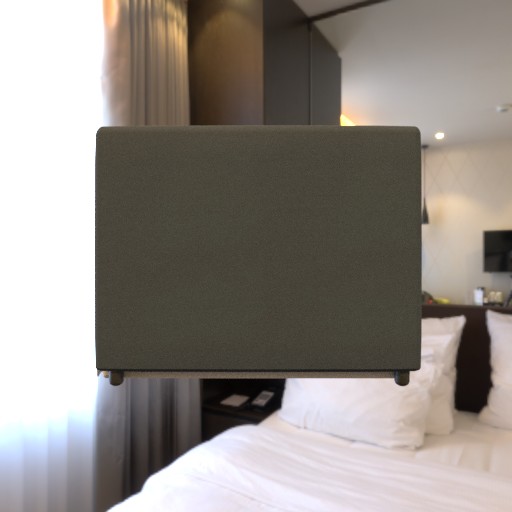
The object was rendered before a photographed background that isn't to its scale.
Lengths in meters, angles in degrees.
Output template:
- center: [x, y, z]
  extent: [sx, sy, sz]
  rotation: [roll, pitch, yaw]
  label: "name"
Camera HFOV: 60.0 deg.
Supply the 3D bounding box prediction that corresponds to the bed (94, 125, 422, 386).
- center: [0.000, 0.000, 3.284]
  extent: [1.713, 1.330, 2.162]
  rotation: [0, 0, 0]
  label: "bed"
